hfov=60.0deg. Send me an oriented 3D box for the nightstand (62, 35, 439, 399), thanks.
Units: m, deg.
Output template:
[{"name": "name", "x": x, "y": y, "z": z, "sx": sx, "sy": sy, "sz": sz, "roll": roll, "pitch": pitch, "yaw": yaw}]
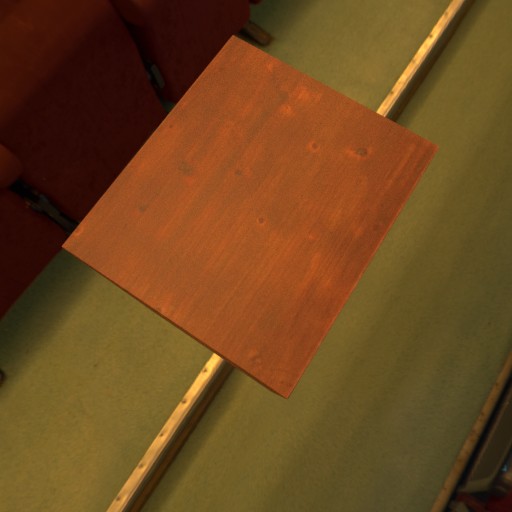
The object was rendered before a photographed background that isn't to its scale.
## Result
[{"name": "nightstand", "x": 0.000, "y": 0.000, "z": 1.026, "sx": 0.410, "sy": 0.695, "sz": 0.465, "roll": 32, "pitch": 76, "yaw": 9}]
